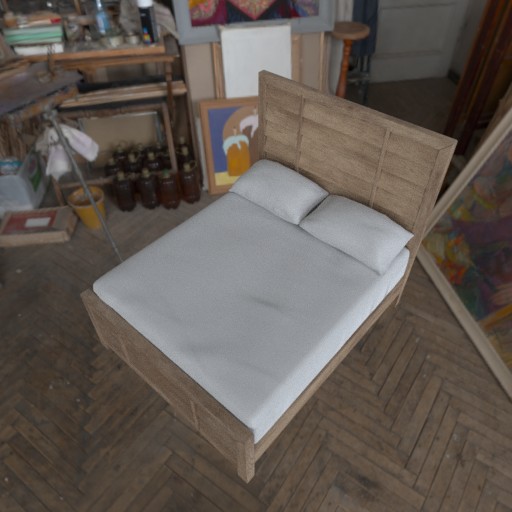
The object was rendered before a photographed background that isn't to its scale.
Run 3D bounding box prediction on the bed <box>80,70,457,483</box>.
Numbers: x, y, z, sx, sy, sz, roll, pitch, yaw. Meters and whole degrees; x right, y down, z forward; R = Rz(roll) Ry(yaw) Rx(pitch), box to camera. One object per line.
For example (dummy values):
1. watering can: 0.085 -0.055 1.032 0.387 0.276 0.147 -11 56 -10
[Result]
1. bed: 0.000 0.000 3.213 1.615 1.631 2.017 32 54 28
